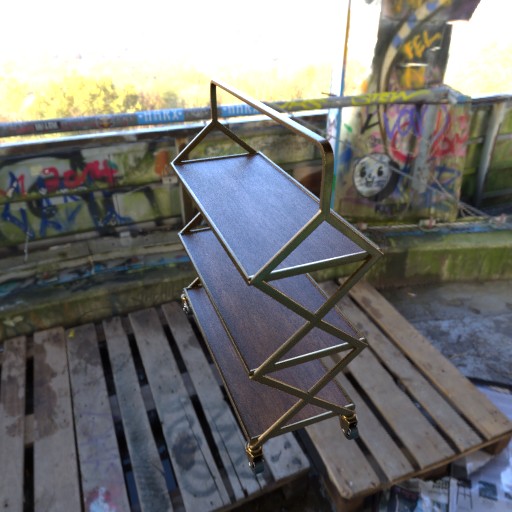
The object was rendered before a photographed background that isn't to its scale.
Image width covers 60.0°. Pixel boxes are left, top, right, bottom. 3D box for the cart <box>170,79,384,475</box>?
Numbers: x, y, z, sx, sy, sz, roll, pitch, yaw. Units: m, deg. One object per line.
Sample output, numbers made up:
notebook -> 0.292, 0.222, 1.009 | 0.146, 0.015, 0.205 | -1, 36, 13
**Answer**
cart -> 0.000, 0.000, 1.204 | 0.313, 0.805, 0.723 | -11, 33, -18
